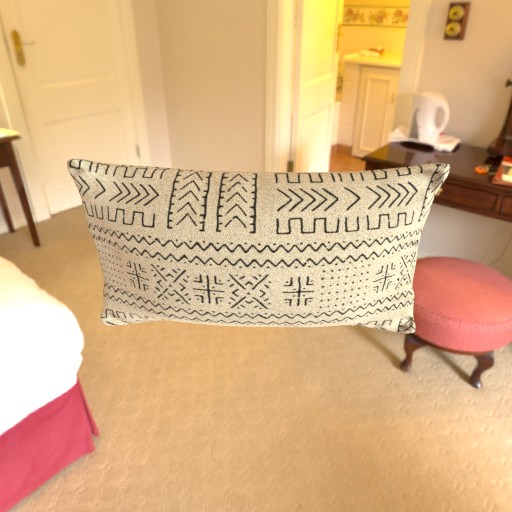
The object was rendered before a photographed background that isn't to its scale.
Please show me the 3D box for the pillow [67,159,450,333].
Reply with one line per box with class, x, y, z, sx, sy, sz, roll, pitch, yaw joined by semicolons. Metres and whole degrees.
pillow;0.000;0.000;0.805;0.637;0.352;0.188;1;30;2
